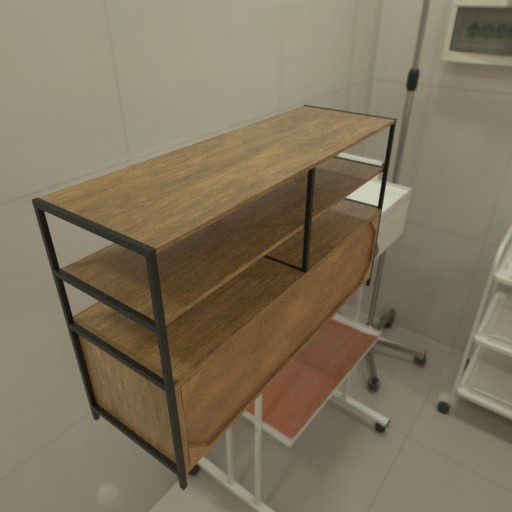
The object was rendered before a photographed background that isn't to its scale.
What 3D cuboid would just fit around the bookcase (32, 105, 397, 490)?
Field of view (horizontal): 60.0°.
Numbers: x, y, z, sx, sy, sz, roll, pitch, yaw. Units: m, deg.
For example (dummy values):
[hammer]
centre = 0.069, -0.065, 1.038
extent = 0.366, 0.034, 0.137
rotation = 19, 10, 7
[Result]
[bookcase]
centre = 0.000, 0.000, 1.448
extent = 0.391, 0.712, 1.149
rotation = 21, 37, 31
